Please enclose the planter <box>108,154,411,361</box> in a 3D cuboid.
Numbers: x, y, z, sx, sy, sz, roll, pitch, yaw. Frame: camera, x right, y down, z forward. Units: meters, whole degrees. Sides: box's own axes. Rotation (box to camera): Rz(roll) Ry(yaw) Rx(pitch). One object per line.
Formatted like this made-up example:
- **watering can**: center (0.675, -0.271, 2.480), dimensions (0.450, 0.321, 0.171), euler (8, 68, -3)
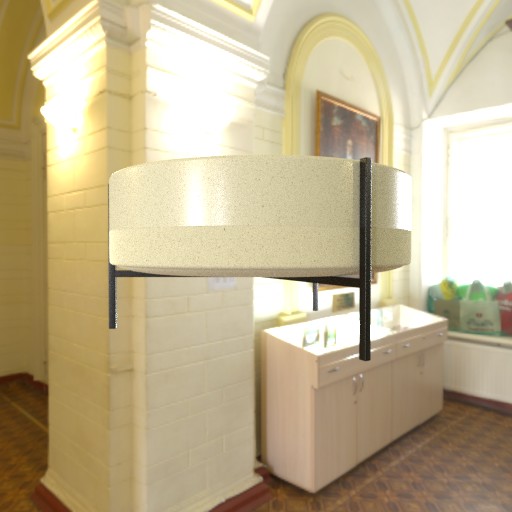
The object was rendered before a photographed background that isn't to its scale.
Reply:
- **planter**: center (0.000, 0.000, 0.521), dimensions (0.345, 0.171, 0.336), euler (0, 1, 0)
